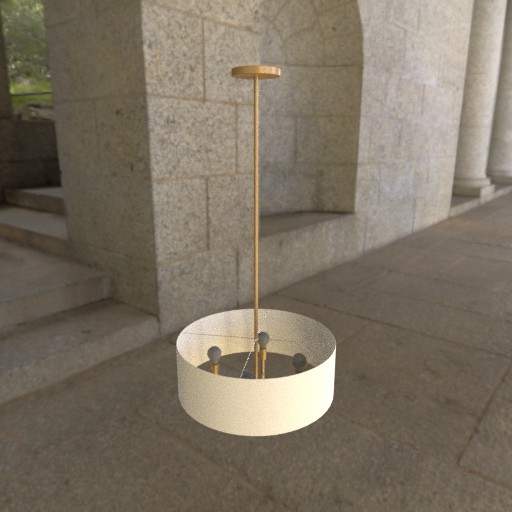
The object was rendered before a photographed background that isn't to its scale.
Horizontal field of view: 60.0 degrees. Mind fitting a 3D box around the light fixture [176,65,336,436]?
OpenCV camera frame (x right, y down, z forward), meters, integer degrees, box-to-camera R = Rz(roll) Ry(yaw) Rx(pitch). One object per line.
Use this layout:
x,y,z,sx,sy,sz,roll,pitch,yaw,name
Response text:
0.000,0.000,1.360,0.508,1.067,0.508,0,15,0,light fixture
